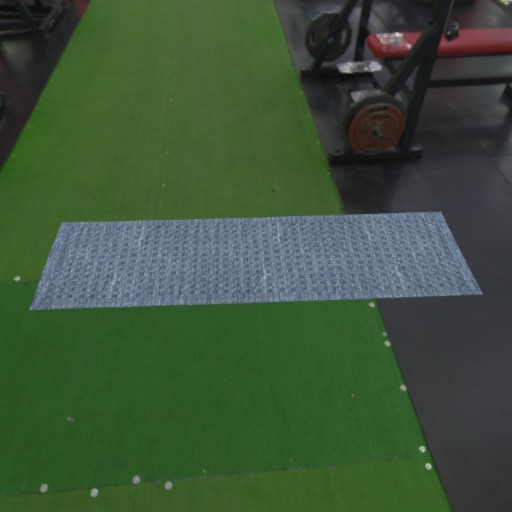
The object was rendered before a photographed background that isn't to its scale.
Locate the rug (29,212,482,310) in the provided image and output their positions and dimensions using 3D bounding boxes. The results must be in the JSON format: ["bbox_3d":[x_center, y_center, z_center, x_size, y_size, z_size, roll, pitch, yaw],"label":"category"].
[{"bbox_3d":[0.000,0.000,2.614,2.443,0.008,0.688,-2,47,-2],"label":"rug"}]
